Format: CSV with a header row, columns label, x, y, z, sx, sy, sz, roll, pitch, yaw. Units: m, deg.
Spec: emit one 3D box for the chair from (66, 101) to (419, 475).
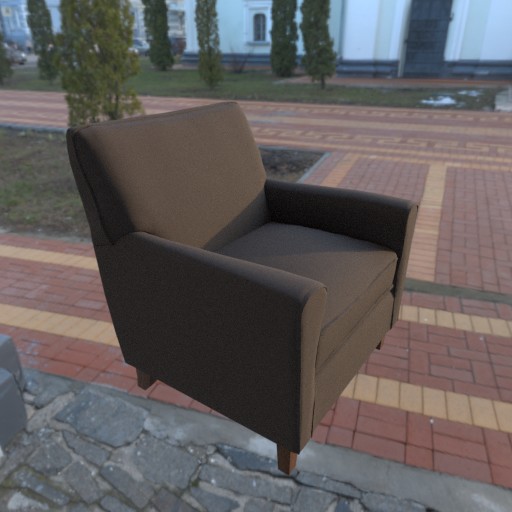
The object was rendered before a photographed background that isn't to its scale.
label,x,y,z,sx,sy,sz,roll,pitch,yaw
chair,0.000,0.000,1.542,0.831,0.911,0.836,17,31,31
